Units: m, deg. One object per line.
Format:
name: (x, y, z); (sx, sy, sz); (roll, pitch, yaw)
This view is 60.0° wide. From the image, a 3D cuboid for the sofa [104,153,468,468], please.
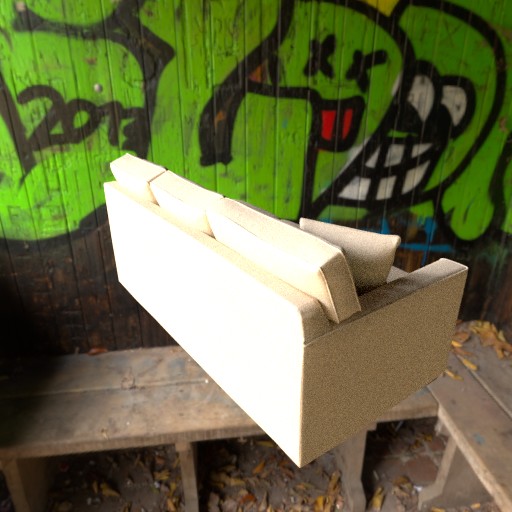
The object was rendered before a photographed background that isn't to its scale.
sofa: (0.000, 0.000, 2.530); (1.034, 0.946, 1.962); (-17, 29, -33)
